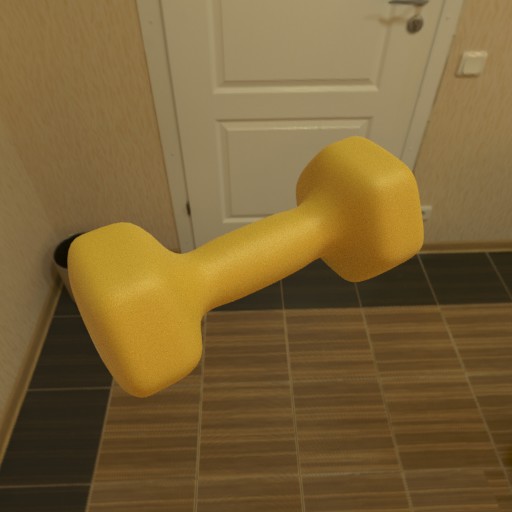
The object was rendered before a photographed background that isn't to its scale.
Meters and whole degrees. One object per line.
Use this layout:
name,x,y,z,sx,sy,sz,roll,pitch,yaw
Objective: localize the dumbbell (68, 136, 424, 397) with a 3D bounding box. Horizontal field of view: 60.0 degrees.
dumbbell,0.000,0.000,0.247,0.190,0.082,0.090,-24,51,-21
